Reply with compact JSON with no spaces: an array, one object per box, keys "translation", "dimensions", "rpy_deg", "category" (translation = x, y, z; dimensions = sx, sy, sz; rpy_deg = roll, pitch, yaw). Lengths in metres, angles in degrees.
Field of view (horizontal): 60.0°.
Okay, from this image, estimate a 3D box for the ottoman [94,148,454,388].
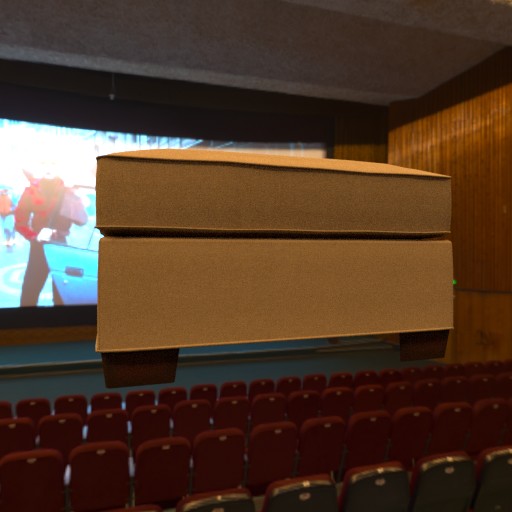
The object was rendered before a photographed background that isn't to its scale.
[{"translation":[0.000,0.000,1.250],"dimensions":[0.846,0.503,0.617],"rpy_deg":[0,1,-18],"category":"ottoman"}]
